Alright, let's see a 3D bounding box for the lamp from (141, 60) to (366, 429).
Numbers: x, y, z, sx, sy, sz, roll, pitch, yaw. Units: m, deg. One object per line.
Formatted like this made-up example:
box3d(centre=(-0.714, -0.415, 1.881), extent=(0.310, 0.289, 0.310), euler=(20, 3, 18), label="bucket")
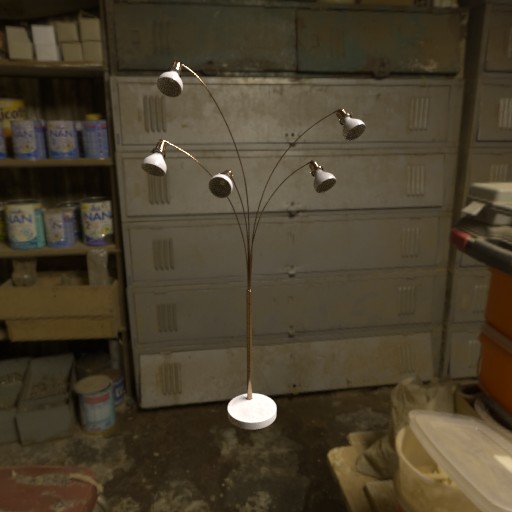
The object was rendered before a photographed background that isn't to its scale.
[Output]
box3d(centre=(0.000, 0.000, 2.953), extent=(1.405, 2.423, 0.361), euler=(-2, 16, -7), label="lamp")
